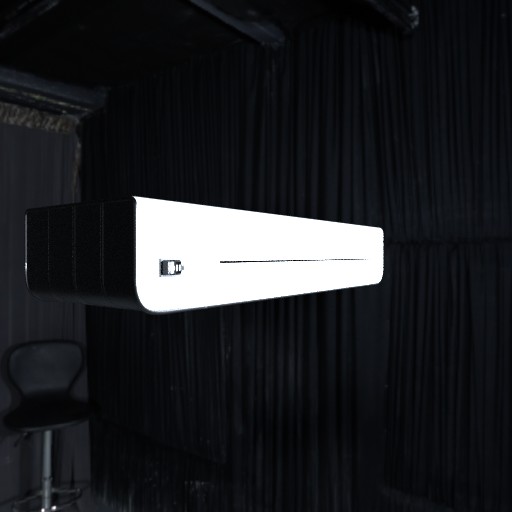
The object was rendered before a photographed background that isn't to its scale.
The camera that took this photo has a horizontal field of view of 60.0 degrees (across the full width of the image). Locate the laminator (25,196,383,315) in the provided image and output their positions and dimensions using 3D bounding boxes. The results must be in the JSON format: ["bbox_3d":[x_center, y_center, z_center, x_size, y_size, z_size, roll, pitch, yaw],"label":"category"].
[{"bbox_3d":[0.000,0.000,0.388,0.123,0.062,0.340,0,0,37],"label":"laminator"}]
